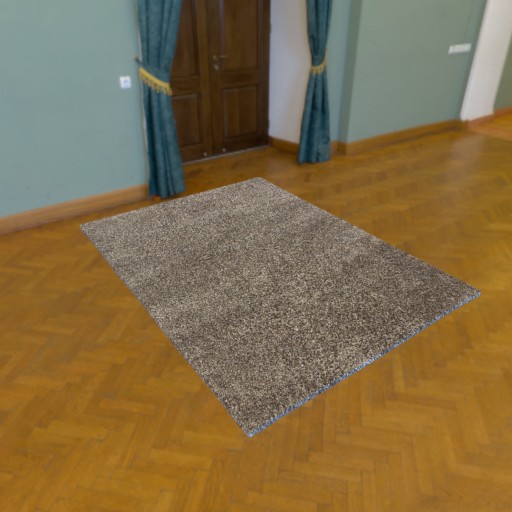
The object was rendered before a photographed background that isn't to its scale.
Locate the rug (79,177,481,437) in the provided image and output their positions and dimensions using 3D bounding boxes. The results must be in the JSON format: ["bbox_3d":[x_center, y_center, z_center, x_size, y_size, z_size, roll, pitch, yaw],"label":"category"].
[{"bbox_3d":[0.000,0.000,2.130,1.198,0.025,1.601,-21,37,-30],"label":"rug"}]
